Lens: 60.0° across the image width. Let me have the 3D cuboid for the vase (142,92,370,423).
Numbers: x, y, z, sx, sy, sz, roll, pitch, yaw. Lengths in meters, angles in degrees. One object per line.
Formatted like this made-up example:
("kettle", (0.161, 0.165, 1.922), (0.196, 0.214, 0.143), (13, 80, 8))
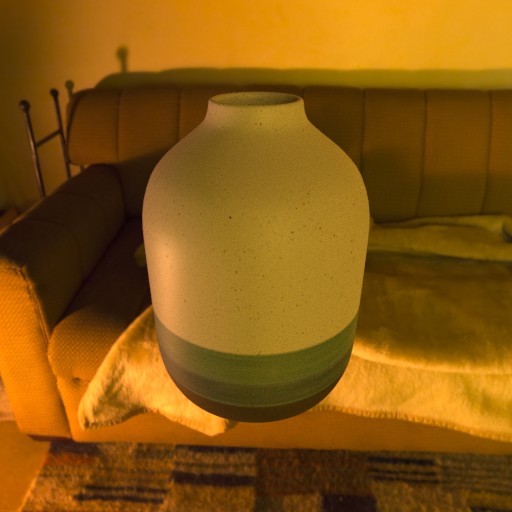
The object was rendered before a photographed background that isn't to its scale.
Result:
("vase", (0.000, 0.000, 0.354), (0.169, 0.240, 0.169), (0, 28, 0))
